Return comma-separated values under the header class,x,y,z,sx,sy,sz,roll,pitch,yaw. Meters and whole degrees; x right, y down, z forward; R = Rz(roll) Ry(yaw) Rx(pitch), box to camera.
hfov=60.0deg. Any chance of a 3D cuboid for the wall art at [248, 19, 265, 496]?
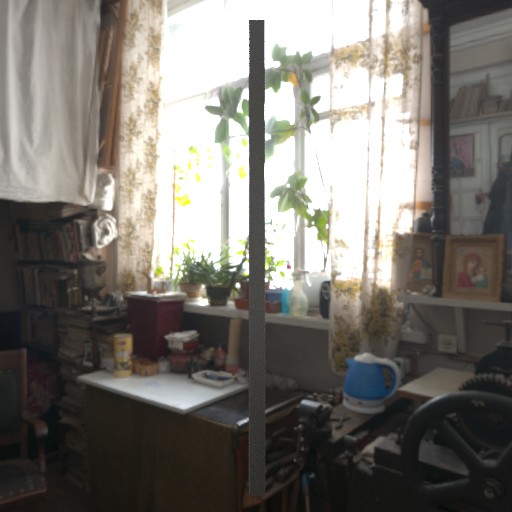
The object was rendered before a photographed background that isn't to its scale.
class,x,y,z,sx,sy,sz,roll,pitch,yaw
wall art,0.000,0.000,1.385,0.037,1.062,0.801,0,2,0
